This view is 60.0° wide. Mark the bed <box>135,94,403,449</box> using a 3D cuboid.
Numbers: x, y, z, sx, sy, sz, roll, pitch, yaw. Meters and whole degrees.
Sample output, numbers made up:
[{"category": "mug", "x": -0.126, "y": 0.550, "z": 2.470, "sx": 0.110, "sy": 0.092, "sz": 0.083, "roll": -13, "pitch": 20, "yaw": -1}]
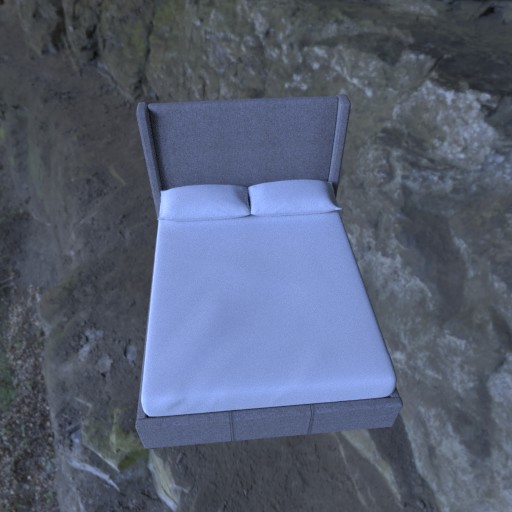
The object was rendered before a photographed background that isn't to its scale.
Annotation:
[{"category": "bed", "x": 0.000, "y": 0.000, "z": 3.362, "sx": 1.714, "sy": 1.476, "sz": 2.245, "roll": -4, "pitch": 45, "yaw": -4}]
